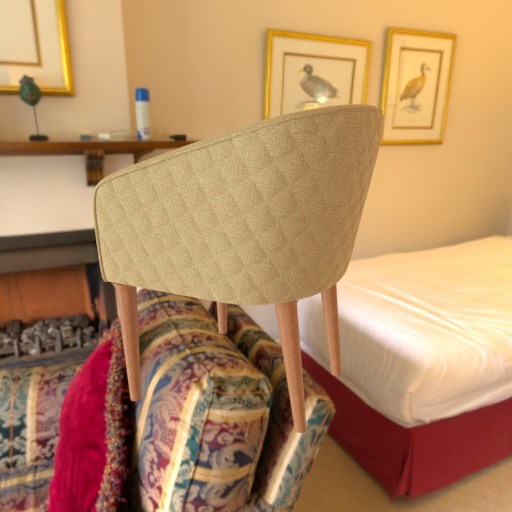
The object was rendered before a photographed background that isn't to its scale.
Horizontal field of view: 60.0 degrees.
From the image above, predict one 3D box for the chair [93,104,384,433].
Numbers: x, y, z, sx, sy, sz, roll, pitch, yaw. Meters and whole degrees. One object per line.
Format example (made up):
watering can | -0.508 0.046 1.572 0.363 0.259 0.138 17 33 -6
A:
chair | 0.000 0.000 1.216 0.616 0.775 0.584 8 19 26
